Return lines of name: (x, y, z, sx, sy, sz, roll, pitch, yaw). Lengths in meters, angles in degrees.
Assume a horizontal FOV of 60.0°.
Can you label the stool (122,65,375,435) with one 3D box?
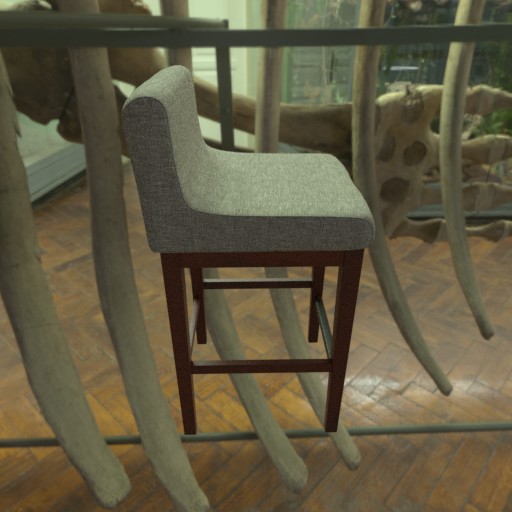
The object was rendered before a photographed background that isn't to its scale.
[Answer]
stool: (0.000, 0.000, 1.091, 0.459, 0.835, 0.417, -1, 29, -1)
